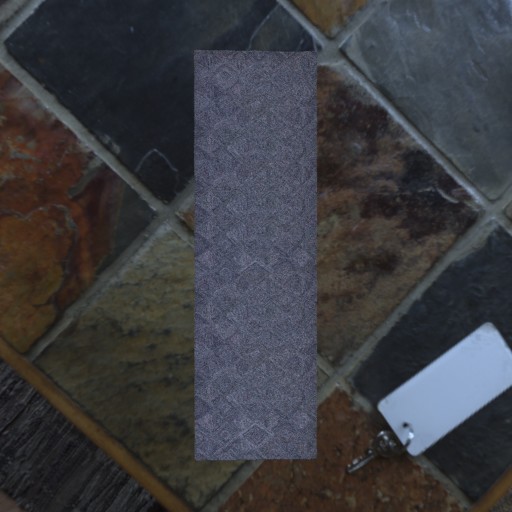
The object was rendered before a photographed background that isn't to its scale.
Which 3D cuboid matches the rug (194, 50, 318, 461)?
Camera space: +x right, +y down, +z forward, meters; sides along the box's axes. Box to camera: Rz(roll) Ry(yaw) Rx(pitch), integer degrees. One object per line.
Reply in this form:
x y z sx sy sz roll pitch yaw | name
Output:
0.000 0.000 2.483 0.691 0.011 2.296 0 90 -2 | rug
